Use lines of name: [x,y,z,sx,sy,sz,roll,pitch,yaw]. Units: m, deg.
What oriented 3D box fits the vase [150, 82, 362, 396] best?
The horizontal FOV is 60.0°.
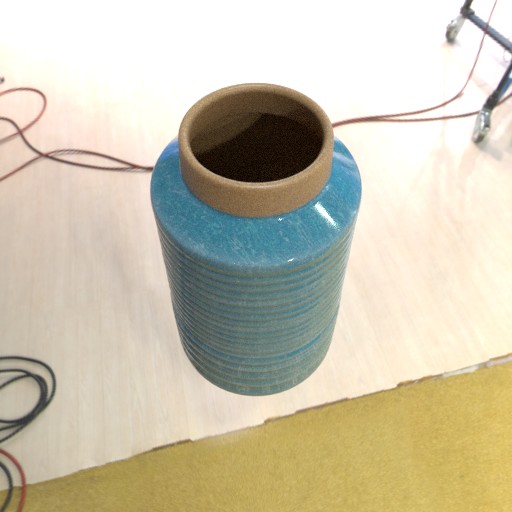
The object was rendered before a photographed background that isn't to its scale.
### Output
vase: [0.000,0.000,0.368,0.163,0.267,0.163,0,57,0]
